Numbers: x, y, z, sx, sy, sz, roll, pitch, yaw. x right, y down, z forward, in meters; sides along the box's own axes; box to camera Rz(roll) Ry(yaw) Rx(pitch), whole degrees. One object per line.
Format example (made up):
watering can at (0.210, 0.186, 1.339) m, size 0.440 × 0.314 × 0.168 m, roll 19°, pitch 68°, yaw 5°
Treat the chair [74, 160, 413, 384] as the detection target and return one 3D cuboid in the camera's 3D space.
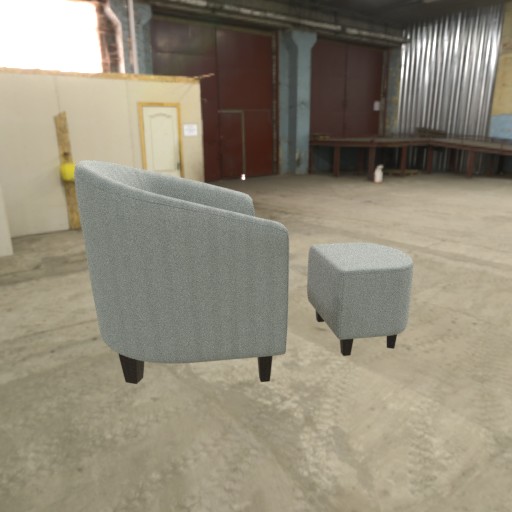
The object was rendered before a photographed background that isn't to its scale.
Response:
chair at (0.000, 0.000, 1.766) m, size 1.288 × 0.757 × 0.756 m, roll -3°, pitch 16°, yaw -10°
